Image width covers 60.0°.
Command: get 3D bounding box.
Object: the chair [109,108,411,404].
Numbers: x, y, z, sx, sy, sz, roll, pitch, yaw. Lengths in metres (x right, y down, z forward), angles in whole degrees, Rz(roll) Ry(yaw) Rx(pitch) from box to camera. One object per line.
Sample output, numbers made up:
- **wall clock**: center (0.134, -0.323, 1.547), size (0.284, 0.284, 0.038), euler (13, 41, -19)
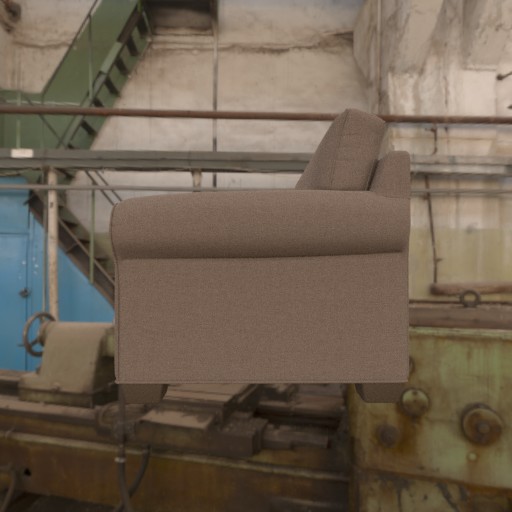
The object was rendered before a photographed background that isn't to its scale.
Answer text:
- **chair**: center (0.000, 0.000, 1.973), size (0.930, 0.930, 1.390), euler (0, -1, -1)
